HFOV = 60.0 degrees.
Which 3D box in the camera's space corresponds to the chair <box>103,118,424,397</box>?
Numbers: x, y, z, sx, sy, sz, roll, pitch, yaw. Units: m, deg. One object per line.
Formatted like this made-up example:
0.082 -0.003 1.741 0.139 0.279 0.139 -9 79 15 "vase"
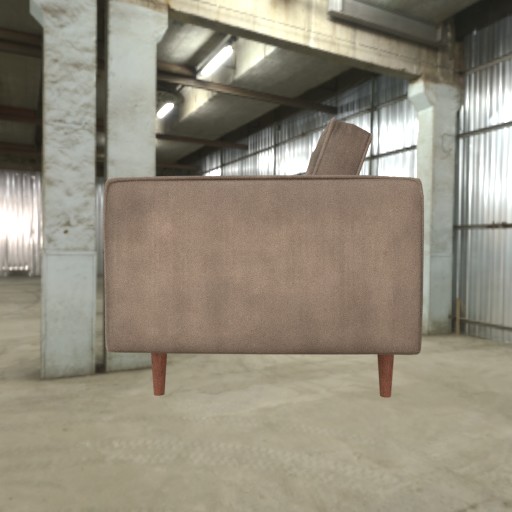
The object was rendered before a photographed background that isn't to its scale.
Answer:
0.000 0.000 1.522 0.843 0.773 0.928 0 1 1 "chair"
